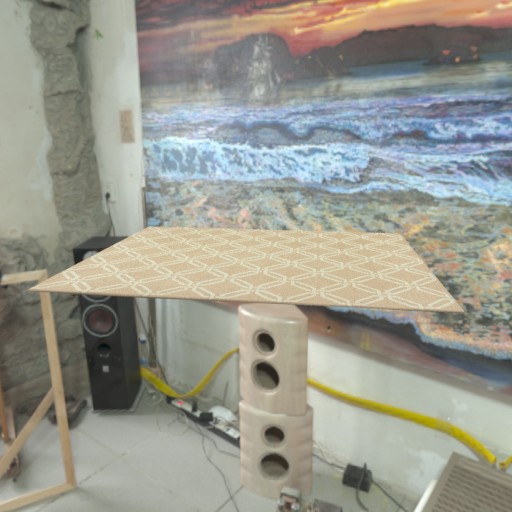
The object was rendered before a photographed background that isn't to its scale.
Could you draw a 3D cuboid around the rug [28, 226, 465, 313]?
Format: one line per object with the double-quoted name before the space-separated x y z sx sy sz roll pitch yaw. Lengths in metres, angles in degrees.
"rug" 0.000 0.000 3.987 2.895 0.018 2.288 2 15 8
